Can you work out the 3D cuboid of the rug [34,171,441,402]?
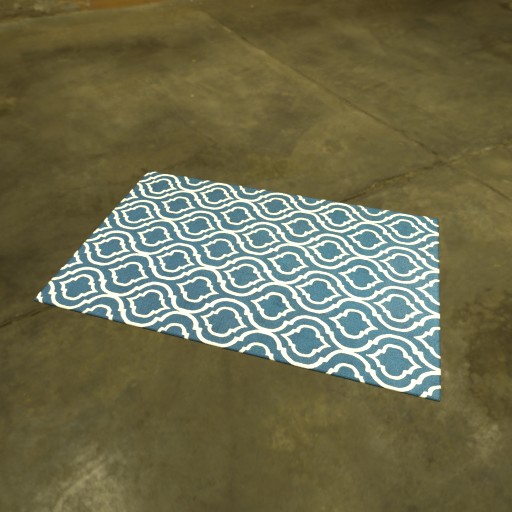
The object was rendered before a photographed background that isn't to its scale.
[{"bbox_3d":[0.000,0.000,2.214,1.753,0.010,1.143,11,43,12],"label":"rug"}]
